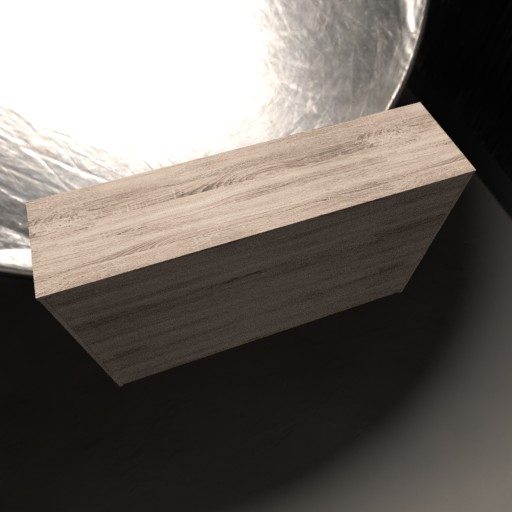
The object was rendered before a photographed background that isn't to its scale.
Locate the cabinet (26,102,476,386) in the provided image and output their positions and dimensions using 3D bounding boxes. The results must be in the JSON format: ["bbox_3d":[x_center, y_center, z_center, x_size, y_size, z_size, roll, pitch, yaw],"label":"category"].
[{"bbox_3d":[0.000,0.000,1.852,1.450,0.900,0.380,-17,60,-10],"label":"cabinet"}]
